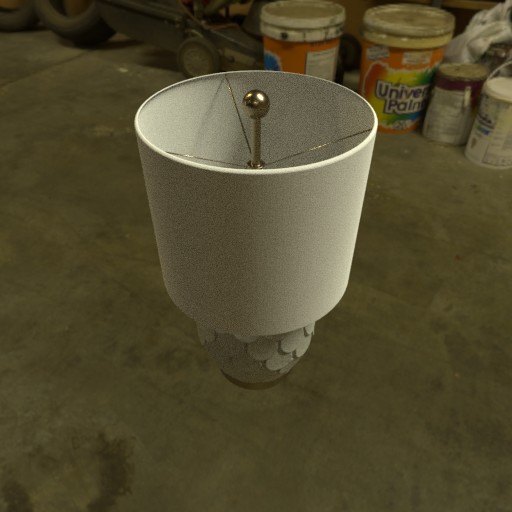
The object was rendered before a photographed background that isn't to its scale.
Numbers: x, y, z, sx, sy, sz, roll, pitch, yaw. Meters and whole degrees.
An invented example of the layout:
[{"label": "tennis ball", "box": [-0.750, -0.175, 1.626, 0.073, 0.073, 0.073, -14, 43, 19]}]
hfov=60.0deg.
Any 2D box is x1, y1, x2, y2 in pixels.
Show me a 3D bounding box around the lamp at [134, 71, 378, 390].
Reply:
[{"label": "lamp", "box": [0.000, 0.000, 0.605, 0.254, 0.452, 0.254, 0, 41, 0]}]
